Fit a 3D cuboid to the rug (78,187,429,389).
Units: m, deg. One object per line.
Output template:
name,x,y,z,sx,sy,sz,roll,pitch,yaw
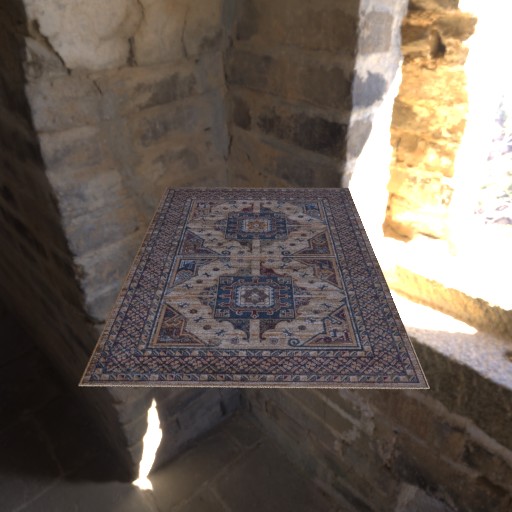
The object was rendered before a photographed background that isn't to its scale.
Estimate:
rug,0.000,0.000,2.967,1.611,0.008,2.227,0,33,1
